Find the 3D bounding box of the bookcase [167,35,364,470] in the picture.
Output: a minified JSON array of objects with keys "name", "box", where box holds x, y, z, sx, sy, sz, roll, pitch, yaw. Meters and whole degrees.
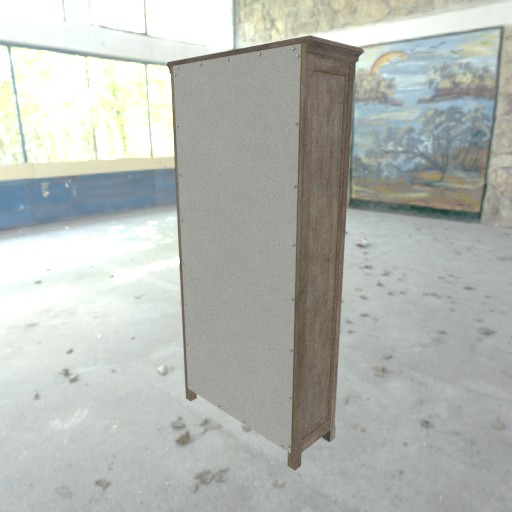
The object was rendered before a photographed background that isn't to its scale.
[{"name":"bookcase","box":[0.000,0.000,2.254,0.906,1.880,0.348,15,21,42]}]
